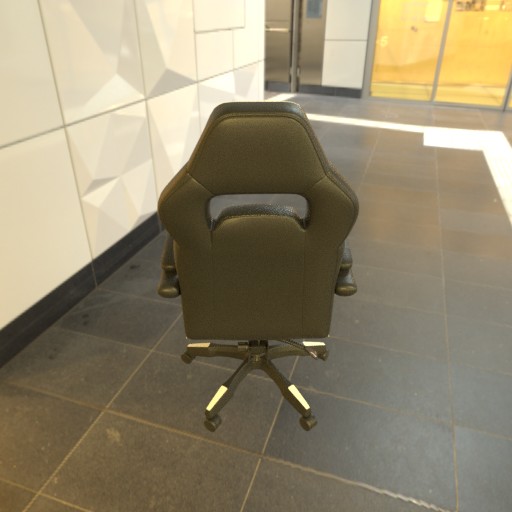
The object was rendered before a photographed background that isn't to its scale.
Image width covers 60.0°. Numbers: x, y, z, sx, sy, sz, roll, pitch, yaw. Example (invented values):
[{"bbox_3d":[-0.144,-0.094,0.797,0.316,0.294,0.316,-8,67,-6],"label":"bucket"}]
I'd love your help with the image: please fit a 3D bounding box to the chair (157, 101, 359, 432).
[{"bbox_3d":[0.000,0.000,1.650,0.676,1.200,0.700,0,29,-1],"label":"chair"}]
